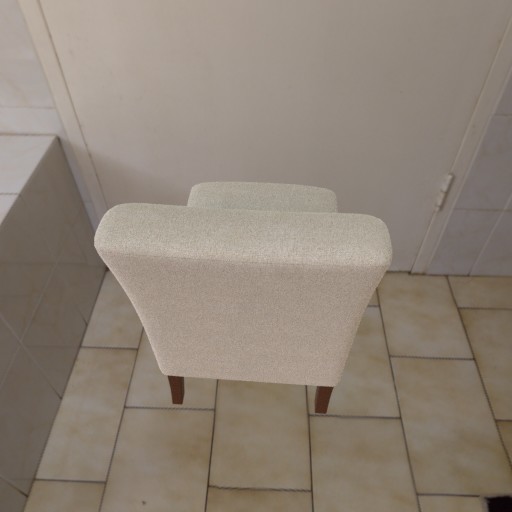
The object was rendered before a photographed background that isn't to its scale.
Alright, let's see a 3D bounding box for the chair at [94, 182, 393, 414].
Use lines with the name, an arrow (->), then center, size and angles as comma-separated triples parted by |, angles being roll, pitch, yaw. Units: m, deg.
chair -> 0.000, 0.000, 1.285 | 0.521, 0.833, 0.754 | 3, 47, 3
